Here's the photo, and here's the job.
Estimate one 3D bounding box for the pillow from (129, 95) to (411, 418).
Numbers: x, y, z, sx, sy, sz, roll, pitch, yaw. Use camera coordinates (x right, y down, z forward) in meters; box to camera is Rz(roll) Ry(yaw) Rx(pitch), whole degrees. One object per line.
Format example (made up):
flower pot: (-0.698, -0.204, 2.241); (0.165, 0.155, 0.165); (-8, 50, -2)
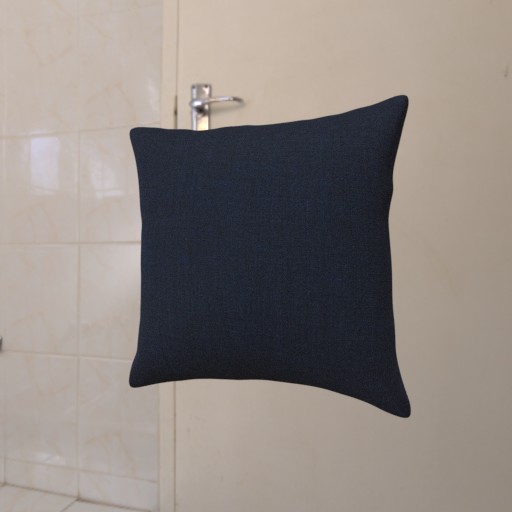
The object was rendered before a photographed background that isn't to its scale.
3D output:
pillow: (0.000, 0.000, 0.654); (0.431, 0.431, 0.141); (0, 0, 18)
